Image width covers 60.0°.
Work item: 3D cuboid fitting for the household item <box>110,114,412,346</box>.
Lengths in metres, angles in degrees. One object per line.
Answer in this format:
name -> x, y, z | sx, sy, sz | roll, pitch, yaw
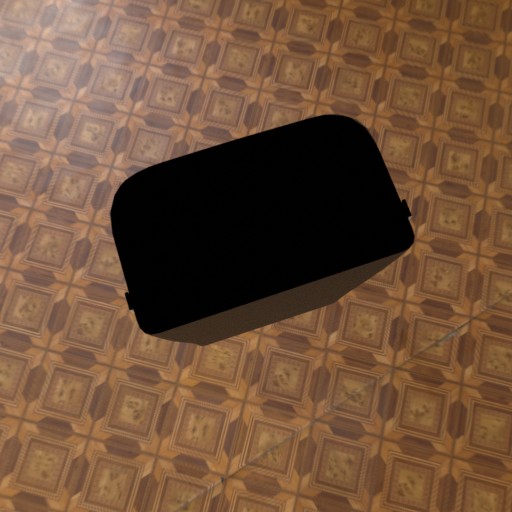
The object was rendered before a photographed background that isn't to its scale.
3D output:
household item -> 0.000, 0.000, 0.144 | 0.070, 0.114, 0.038 | -18, 77, -4
